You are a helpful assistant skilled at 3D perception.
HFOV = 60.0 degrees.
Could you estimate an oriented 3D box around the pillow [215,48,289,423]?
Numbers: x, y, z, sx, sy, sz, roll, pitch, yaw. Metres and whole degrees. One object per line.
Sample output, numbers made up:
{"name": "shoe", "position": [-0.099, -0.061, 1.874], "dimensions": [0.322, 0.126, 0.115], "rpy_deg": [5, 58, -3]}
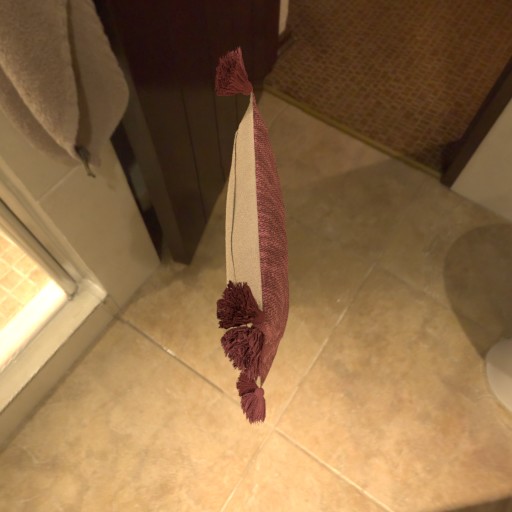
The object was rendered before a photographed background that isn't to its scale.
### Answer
{"name": "pillow", "position": [0.000, 0.000, 0.965], "dimensions": [0.138, 0.659, 0.641], "rpy_deg": [-2, 64, -1]}
